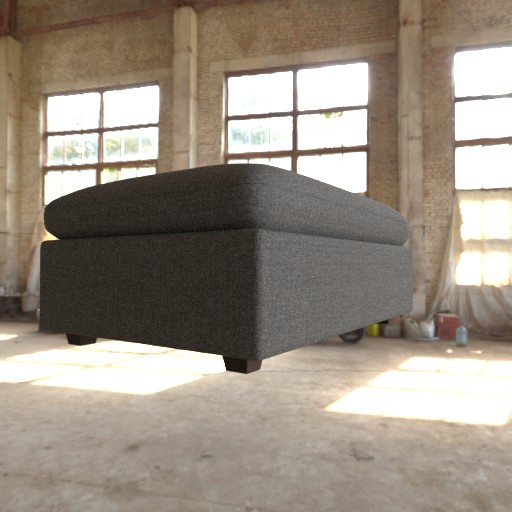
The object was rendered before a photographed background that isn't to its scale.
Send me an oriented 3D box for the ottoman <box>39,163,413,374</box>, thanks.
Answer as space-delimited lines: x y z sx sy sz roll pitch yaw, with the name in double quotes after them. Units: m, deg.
0.000 0.000 1.413 0.711 0.483 1.041 -1 -1 34 "ottoman"
